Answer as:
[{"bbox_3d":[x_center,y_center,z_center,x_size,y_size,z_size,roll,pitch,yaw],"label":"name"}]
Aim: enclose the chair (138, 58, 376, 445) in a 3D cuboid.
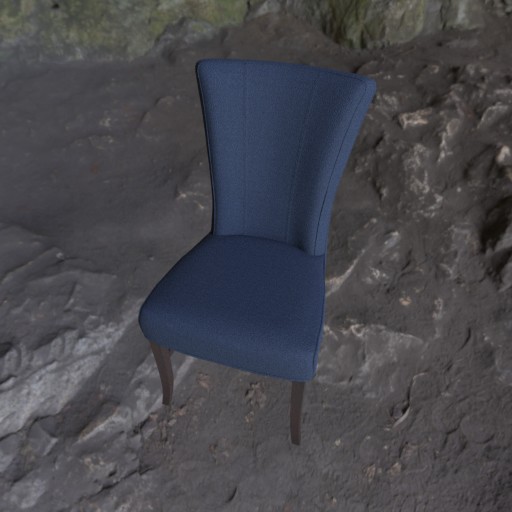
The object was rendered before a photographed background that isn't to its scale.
[{"bbox_3d":[0.000,0.000,1.378,0.520,0.991,0.660,12,43,13],"label":"chair"}]
